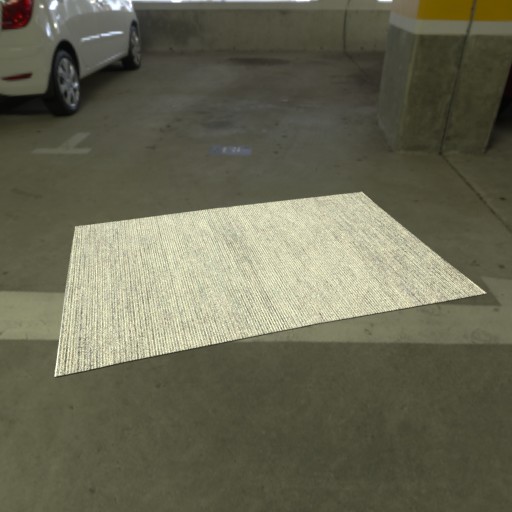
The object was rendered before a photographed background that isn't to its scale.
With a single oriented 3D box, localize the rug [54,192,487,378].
[{"bbox_3d":[0.000,0.000,2.216,1.789,0.021,1.159,-8,33,-13],"label":"rug"}]
